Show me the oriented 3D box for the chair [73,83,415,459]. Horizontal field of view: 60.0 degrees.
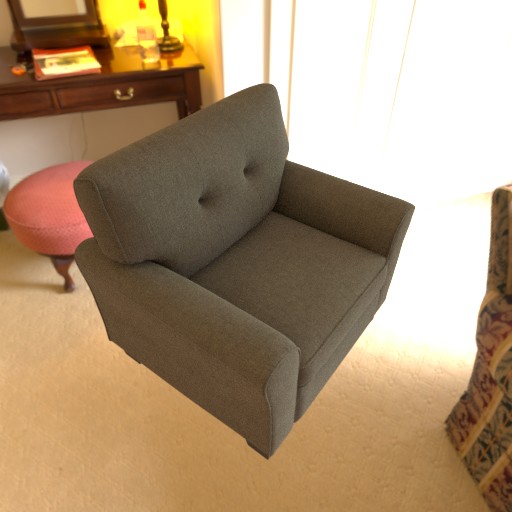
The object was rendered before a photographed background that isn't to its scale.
[{"bbox_3d":[0.000,0.000,1.595,0.816,0.890,0.941,27,48,27],"label":"chair"}]
